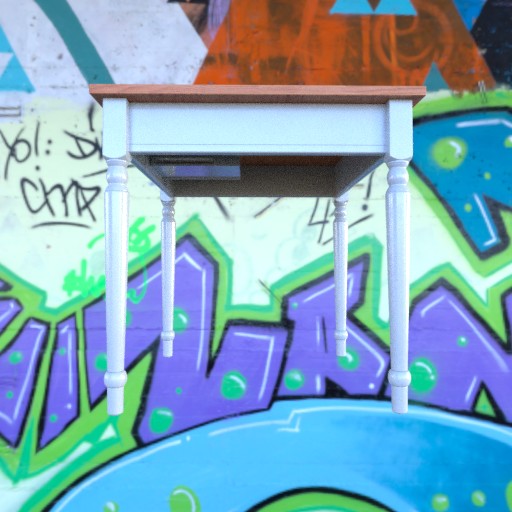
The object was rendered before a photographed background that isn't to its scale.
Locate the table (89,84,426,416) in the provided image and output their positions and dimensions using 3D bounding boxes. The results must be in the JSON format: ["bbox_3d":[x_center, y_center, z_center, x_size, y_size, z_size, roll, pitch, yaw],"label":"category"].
[{"bbox_3d":[0.000,0.000,1.344,0.747,0.738,0.747,0,-2,-1],"label":"table"}]
